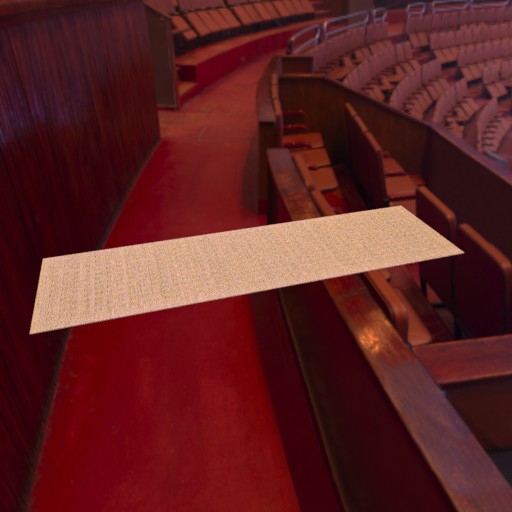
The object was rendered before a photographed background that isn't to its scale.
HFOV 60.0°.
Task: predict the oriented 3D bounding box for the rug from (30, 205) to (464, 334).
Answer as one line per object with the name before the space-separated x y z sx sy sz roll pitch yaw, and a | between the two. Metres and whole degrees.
rug | 0.000 0.000 2.664 2.437 0.006 0.686 -9 33 -15
